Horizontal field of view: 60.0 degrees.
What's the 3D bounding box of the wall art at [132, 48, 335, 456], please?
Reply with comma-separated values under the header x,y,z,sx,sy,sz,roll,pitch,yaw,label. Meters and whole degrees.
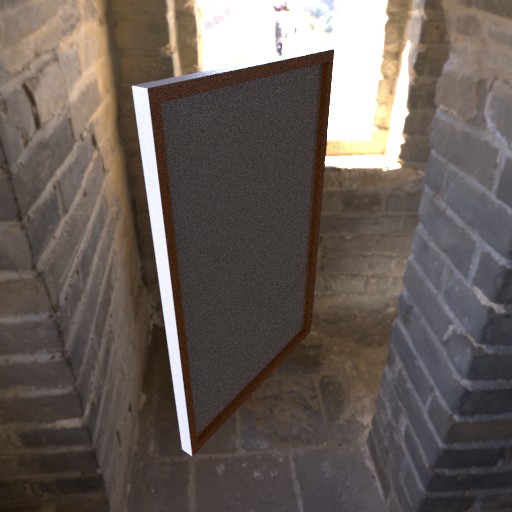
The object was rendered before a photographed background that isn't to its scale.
x,y,z,sx,sy,sz,roll,pitch,yaw,label
0.000,0.000,0.754,0.025,0.608,0.405,21,37,30,wall art
